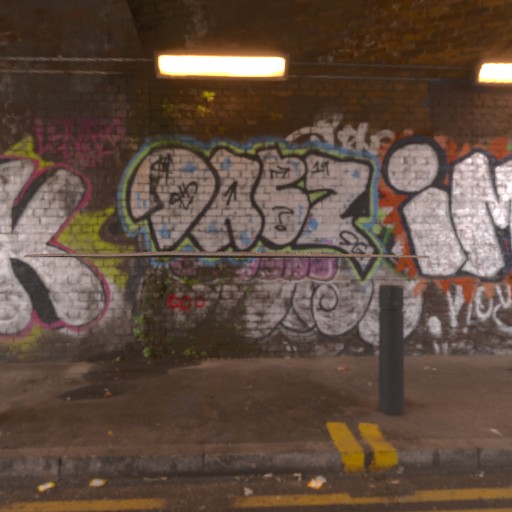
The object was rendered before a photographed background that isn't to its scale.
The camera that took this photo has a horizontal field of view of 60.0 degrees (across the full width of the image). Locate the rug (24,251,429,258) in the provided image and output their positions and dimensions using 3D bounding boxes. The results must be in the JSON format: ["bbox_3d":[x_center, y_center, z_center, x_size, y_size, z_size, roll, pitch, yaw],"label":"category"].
[{"bbox_3d":[0.000,0.000,3.757,2.043,0.026,2.901,0,-1,37],"label":"rug"}]
